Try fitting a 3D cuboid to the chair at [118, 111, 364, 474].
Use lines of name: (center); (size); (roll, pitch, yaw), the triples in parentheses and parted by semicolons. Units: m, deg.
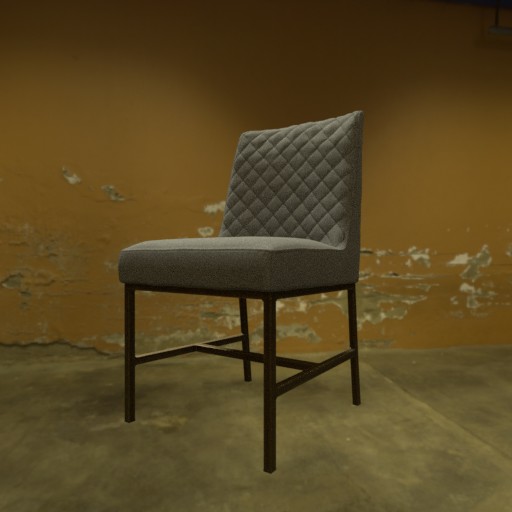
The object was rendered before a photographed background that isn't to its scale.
chair: (0.000, 0.000, 1.265); (0.508, 0.889, 0.587); (0, 0, 37)
